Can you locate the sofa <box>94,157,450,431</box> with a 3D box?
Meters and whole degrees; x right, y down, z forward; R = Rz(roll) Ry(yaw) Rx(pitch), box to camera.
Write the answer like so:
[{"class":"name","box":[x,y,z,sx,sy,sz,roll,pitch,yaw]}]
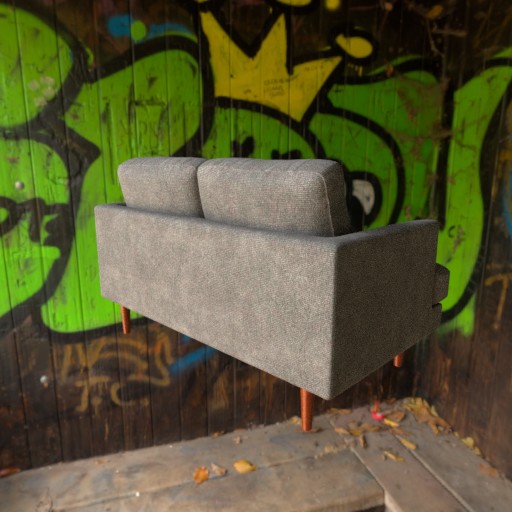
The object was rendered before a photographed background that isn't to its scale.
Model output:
[{"class":"sofa","box":[0.000,0.000,2.190,1.582,0.956,0.903,12,18,43]}]
